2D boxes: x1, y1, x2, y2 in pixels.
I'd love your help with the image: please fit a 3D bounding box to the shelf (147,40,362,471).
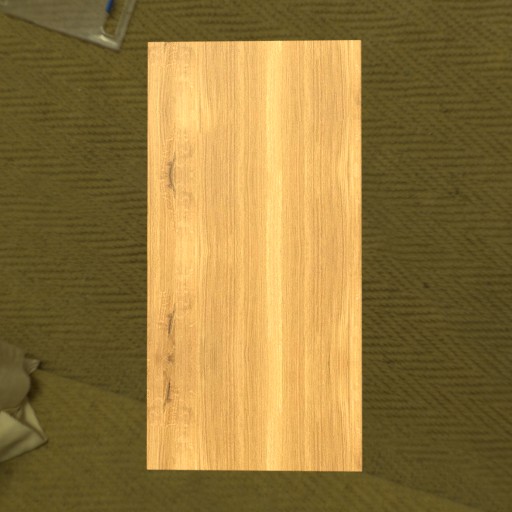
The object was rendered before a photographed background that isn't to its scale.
[{"bbox_3d":[0.000,0.000,1.024,0.400,0.400,0.800,0,89,1],"label":"shelf"}]
